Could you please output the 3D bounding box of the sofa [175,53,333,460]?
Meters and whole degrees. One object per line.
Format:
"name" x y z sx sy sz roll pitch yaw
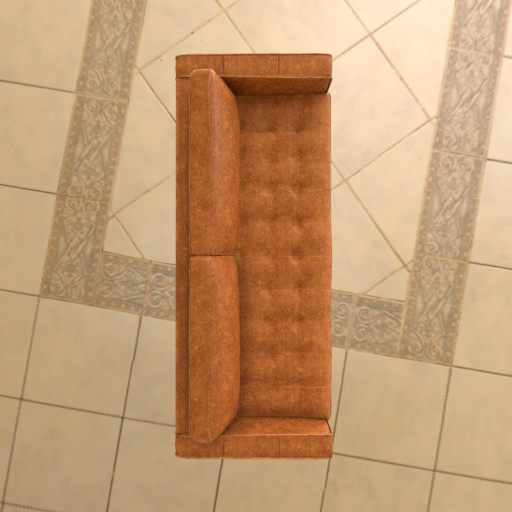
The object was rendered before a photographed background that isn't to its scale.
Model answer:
"sofa" 0.000 0.000 2.563 0.886 0.779 2.199 0 90 0
